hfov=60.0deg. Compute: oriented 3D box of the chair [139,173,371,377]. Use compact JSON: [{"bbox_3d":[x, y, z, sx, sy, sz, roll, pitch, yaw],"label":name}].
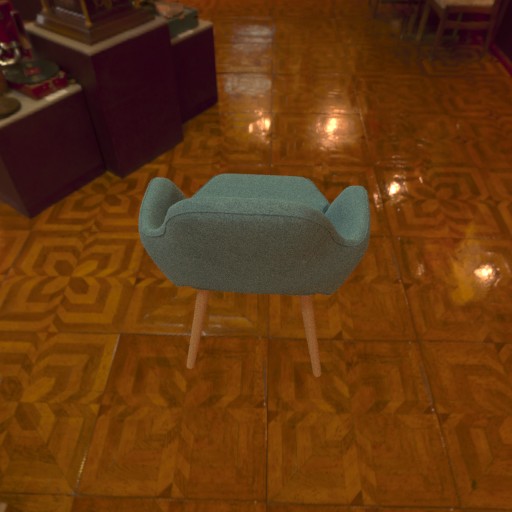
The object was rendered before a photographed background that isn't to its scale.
[{"bbox_3d":[0.000,0.000,1.328,0.589,0.920,0.666,3,47,3],"label":"chair"}]
